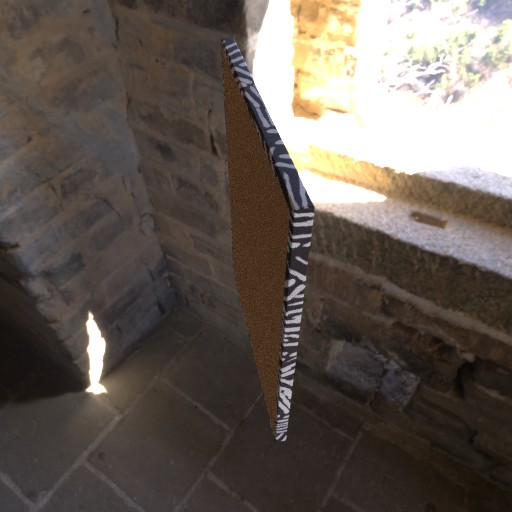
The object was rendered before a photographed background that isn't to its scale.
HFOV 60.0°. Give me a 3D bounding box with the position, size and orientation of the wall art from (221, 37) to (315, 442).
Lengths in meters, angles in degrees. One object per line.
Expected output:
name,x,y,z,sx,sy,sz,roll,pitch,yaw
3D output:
wall art,0.000,0.000,1.371,0.038,1.017,0.765,-9,47,-9
